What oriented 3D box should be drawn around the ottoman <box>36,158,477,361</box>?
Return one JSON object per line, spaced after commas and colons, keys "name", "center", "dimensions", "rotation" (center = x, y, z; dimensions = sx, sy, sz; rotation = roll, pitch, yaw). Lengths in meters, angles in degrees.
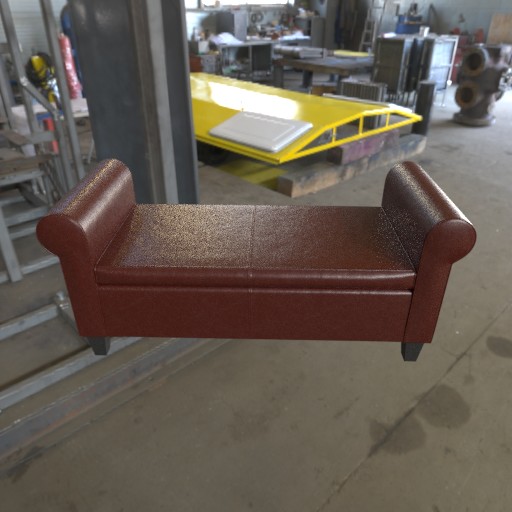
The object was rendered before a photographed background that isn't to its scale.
{"name": "ottoman", "center": [0.000, 0.000, 1.582], "dimensions": [1.256, 0.547, 0.521], "rotation": [1, 30, 1]}
